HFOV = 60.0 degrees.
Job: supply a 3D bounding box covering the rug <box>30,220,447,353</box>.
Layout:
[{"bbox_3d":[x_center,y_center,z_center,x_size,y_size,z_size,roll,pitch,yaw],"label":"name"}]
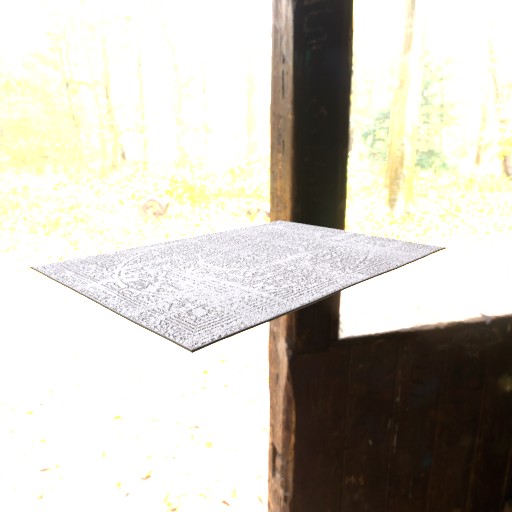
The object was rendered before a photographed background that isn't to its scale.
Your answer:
[{"bbox_3d":[0.000,0.000,3.112,1.706,0.026,2.438,14,20,43],"label":"rug"}]
